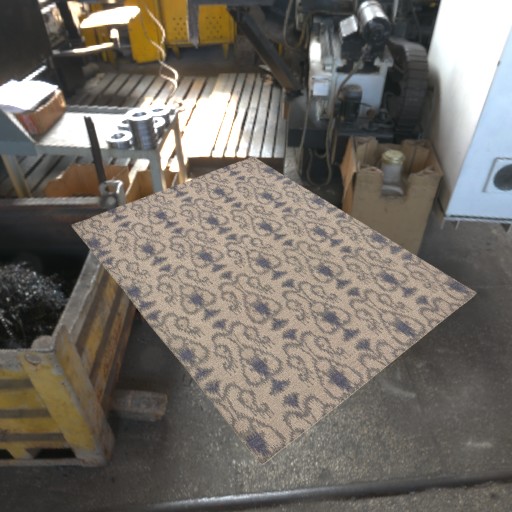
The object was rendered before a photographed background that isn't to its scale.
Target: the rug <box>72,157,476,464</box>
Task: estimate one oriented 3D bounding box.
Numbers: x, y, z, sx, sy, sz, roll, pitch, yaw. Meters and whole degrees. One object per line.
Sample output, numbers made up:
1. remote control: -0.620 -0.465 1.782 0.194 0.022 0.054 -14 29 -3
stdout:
1. rug: 0.000 0.000 4.282 2.437 0.015 3.205 -27 47 -28
